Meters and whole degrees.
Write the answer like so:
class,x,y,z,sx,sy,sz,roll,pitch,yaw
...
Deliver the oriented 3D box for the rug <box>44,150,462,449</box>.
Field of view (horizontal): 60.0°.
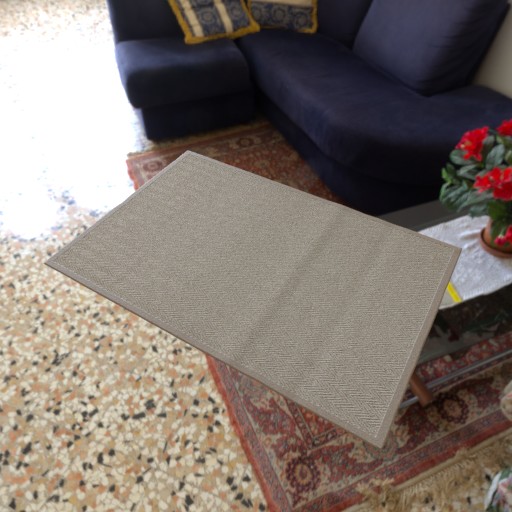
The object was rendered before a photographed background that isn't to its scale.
class,x,y,z,sx,sy,sz,roll,pitch,yaw
rug,0.000,0.000,2.914,2.290,0.021,1.540,24,50,21
